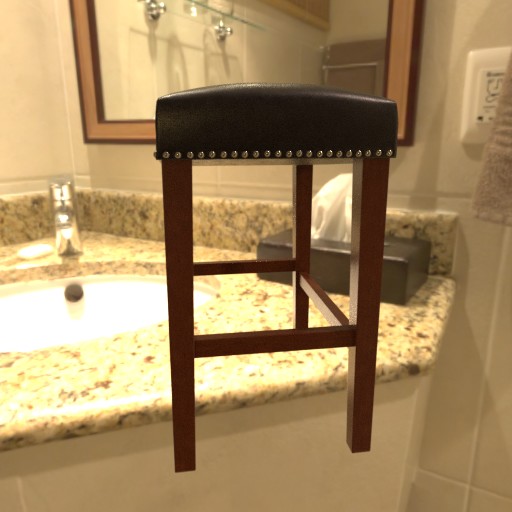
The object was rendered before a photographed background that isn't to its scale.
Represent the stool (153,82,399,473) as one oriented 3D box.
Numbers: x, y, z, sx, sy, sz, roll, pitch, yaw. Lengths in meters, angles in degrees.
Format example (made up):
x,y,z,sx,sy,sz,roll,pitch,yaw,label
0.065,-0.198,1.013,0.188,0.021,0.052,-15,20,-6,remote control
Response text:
x,y,z,sx,sy,sz,roll,pitch,yaw,label
0.000,0.000,0.950,0.372,0.654,0.504,-2,16,-8,stool
